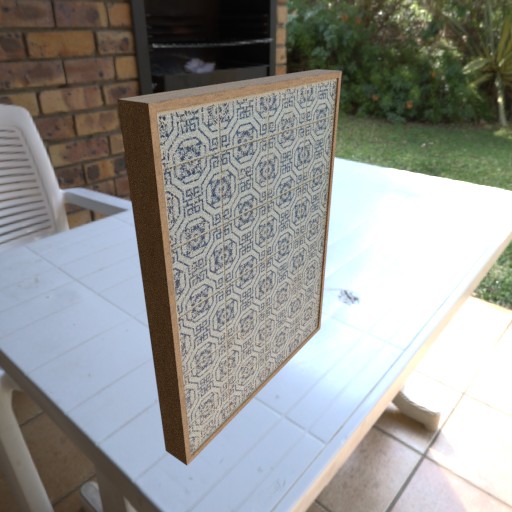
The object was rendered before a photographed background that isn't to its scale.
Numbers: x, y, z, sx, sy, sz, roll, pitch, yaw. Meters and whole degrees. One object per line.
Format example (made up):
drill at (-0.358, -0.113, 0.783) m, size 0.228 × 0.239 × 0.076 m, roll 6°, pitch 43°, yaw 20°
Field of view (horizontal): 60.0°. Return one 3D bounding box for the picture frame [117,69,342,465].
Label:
picture frame at (0.000, 0.000, 0.714) m, size 0.046 × 0.526 × 0.421 m, roll 18°, pitch 33°, yaw 31°
